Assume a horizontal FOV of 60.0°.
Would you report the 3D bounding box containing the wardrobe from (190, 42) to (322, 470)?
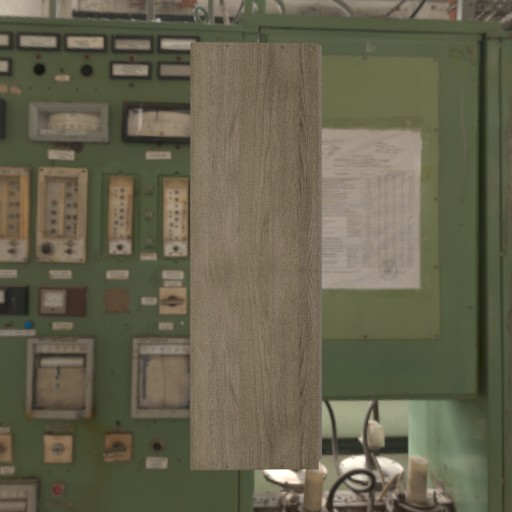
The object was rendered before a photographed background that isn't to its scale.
[{"bbox_3d":[0.000,0.000,2.917,0.629,1.960,1.780,0,0,-1],"label":"wardrobe"}]
